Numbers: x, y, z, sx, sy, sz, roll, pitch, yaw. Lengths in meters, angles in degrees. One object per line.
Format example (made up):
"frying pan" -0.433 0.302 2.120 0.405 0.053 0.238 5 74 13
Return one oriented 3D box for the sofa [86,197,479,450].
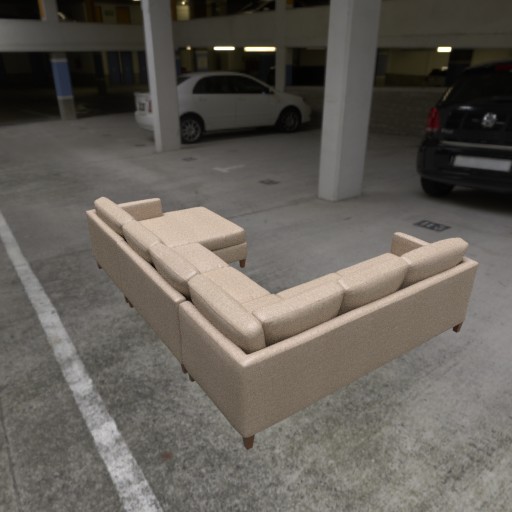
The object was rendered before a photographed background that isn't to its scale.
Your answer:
"sofa" 0.000 0.000 4.728 2.594 0.961 3.460 -16 30 -31
